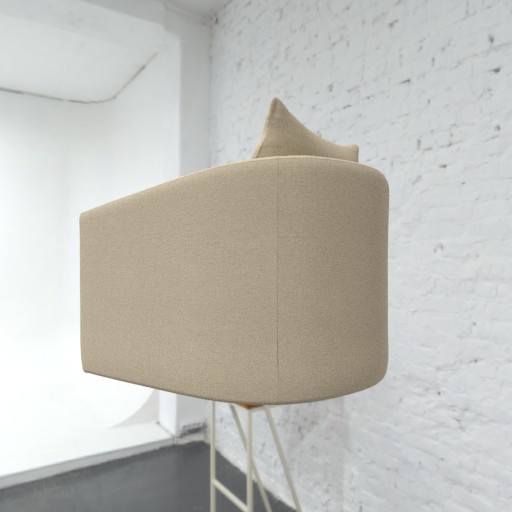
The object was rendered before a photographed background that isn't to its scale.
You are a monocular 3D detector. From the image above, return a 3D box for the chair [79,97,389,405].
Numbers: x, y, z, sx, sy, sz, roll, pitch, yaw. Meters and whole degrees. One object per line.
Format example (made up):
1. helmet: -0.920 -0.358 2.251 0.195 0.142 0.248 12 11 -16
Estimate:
1. chair: 0.000 0.000 1.577 0.910 0.848 0.845 -1 -2 36
